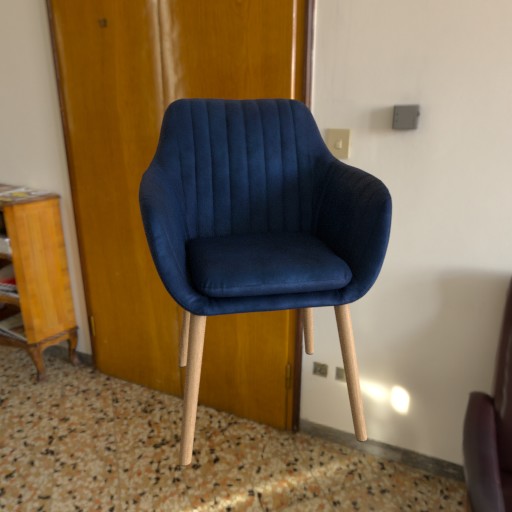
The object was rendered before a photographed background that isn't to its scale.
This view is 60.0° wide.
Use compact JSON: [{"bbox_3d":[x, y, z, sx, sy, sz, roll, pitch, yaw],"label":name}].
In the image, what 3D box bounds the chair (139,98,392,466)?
[{"bbox_3d":[0.000,0.000,1.211,0.578,0.826,0.573,-3,18,-10],"label":"chair"}]
